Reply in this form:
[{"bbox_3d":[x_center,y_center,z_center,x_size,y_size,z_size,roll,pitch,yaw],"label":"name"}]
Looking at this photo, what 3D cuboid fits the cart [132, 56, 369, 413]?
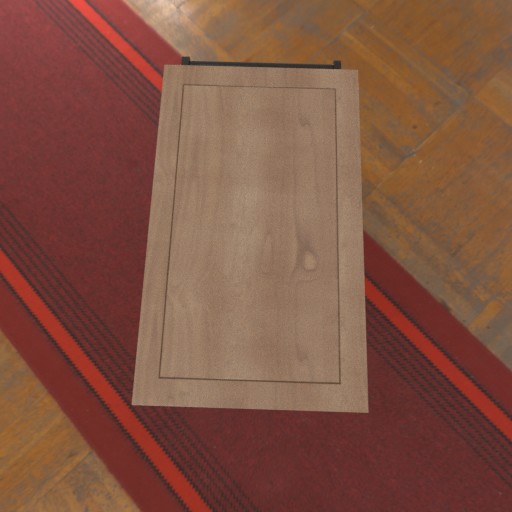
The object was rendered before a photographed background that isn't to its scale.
[{"bbox_3d":[0.000,0.000,1.393,0.459,0.901,0.840,2,76,0],"label":"cart"}]
